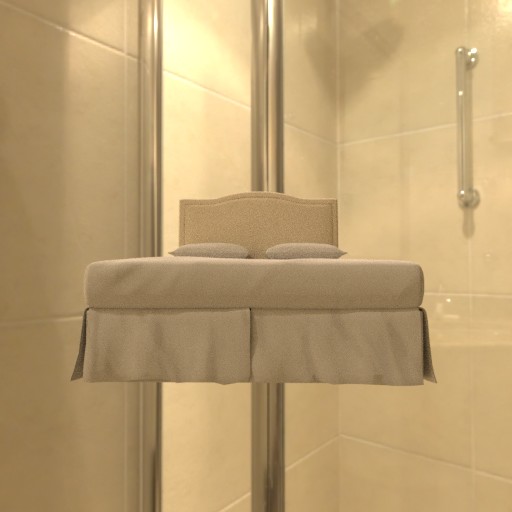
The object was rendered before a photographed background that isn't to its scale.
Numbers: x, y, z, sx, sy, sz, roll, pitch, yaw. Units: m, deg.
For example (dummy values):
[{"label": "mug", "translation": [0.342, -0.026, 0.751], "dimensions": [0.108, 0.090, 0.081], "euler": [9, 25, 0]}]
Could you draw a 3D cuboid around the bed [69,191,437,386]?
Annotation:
[{"label": "bed", "translation": [0.000, 0.000, 3.579], "dimensions": [1.977, 1.437, 2.477], "euler": [0, -1, 1]}]
